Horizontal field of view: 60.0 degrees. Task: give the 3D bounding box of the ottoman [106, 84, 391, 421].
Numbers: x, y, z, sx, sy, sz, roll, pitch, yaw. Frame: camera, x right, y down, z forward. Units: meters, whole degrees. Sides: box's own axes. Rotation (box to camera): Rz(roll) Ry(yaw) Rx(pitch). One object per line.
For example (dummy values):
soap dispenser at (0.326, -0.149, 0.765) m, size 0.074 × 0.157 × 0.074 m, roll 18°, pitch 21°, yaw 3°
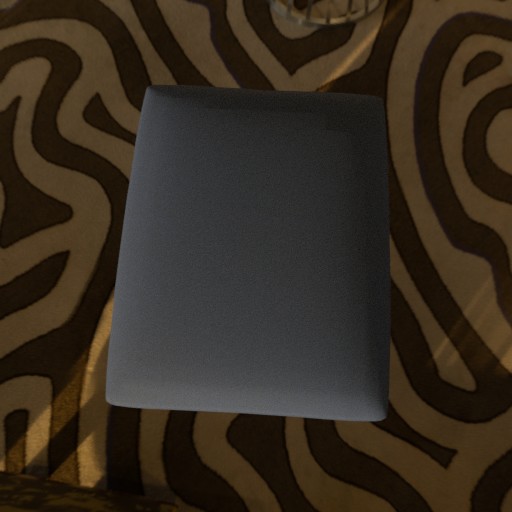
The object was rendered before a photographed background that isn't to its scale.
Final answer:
ottoman at (0.000, 0.000, 1.139) m, size 0.584 × 0.513 × 0.741 m, roll 3°, pitch 76°, yaw 1°
